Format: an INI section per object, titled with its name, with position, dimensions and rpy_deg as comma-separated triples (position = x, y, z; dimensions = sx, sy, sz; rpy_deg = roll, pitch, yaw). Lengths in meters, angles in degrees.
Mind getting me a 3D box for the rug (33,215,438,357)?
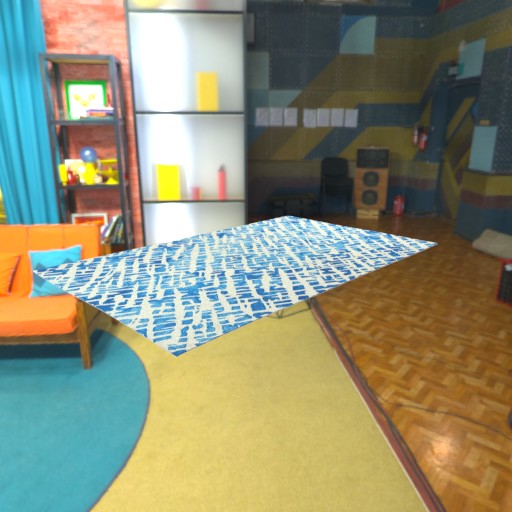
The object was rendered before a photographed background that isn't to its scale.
[rug]
position = 0.000, 0.000, 3.092
dimensions = 1.520, 0.011, 2.447
rpy_deg = 16, 23, 42
